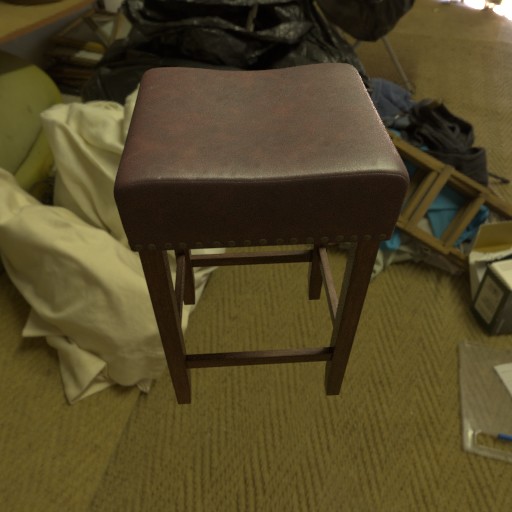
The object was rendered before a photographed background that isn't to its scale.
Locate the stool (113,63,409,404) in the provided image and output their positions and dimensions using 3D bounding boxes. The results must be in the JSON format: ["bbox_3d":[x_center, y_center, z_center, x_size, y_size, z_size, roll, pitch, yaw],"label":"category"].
[{"bbox_3d":[0.000,0.000,1.074,0.465,0.769,0.401,-3,47,-2],"label":"stool"}]
